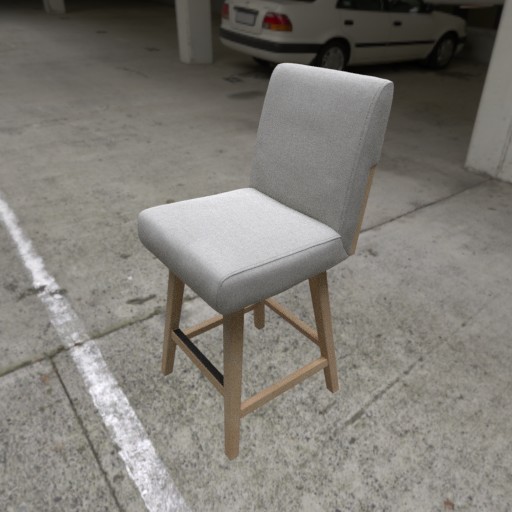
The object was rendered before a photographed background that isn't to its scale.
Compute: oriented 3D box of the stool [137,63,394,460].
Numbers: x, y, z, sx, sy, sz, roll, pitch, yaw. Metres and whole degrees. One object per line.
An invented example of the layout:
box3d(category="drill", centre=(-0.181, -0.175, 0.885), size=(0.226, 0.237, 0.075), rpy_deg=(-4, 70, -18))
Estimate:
box3d(category="stool", centre=(0.000, 0.000, 1.438), size=(0.606, 1.085, 0.507), rpy_deg=(-21, 36, -31))
